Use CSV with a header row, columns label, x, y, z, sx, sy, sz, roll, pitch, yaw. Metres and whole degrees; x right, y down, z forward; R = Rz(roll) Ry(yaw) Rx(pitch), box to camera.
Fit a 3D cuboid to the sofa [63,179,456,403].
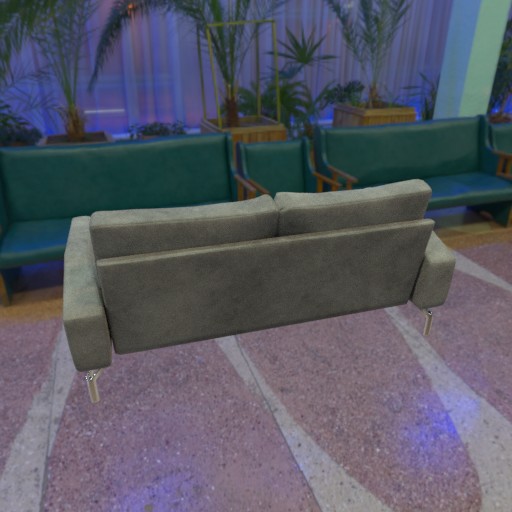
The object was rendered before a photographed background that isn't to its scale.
label,x,y,z,sx,sy,sz,roll,pitch,yaw
sofa,0.000,0.000,2.346,1.837,0.859,0.849,-8,28,-15
